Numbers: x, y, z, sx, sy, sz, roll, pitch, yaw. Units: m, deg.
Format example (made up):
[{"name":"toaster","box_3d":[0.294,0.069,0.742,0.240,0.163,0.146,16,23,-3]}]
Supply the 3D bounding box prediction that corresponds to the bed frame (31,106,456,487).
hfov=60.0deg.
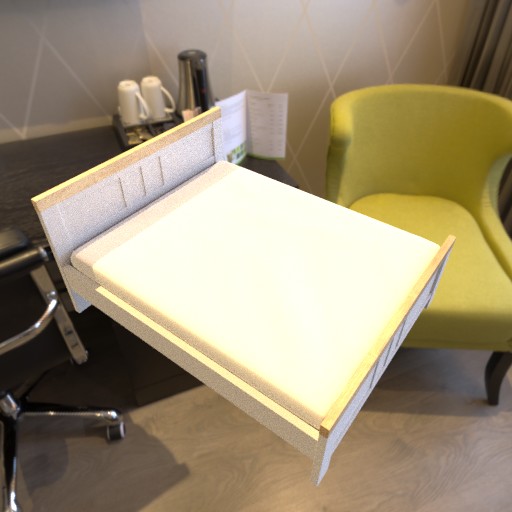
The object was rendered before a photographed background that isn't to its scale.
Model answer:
[{"name":"bed frame","box_3d":[0.000,0.000,2.961,2.050,0.980,1.670,26,48,27]}]
